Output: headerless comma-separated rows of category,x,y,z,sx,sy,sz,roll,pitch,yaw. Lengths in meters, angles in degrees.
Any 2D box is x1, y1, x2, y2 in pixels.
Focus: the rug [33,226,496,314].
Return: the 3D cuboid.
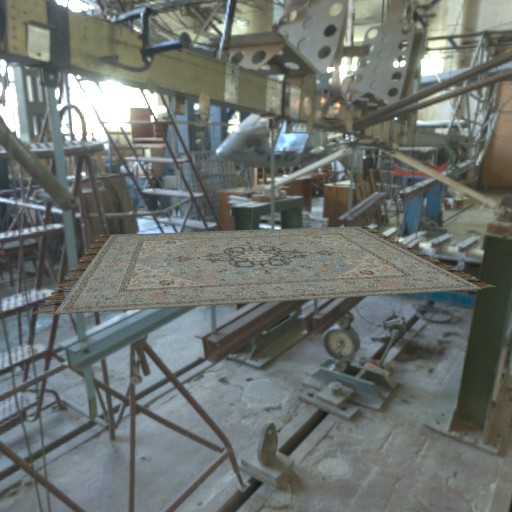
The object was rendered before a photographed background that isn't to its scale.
rug,0.000,0.000,4.139,3.221,0.011,2.379,-2,15,-9
